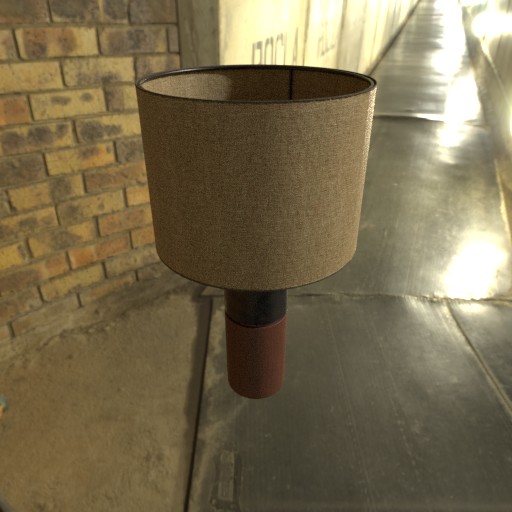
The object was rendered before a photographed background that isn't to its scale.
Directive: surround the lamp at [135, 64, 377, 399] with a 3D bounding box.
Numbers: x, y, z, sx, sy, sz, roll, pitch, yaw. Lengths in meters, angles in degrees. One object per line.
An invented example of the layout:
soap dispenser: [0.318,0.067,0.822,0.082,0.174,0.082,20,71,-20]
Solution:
lamp: [0.000,0.000,0.466,0.202,0.350,0.202,0,30,0]
